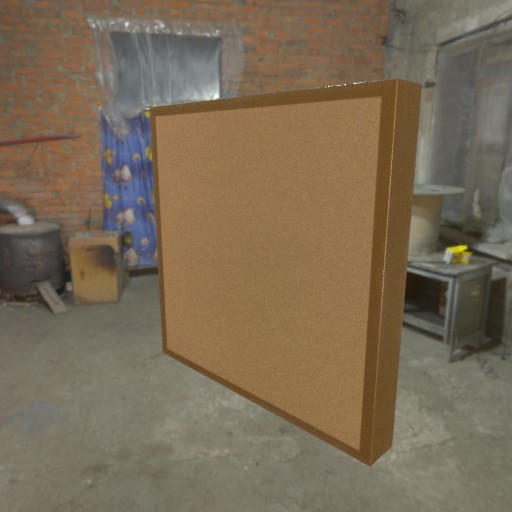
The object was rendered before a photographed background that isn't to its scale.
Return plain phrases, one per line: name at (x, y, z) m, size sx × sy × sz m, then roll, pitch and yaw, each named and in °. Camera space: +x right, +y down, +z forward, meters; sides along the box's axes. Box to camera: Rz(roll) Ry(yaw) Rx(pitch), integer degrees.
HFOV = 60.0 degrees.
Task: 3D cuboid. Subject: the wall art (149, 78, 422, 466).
wall art at (0.000, 0.000, 0.452) m, size 0.306 × 0.305 × 0.038 m, roll 13°, pitch 19°, yaw 43°
